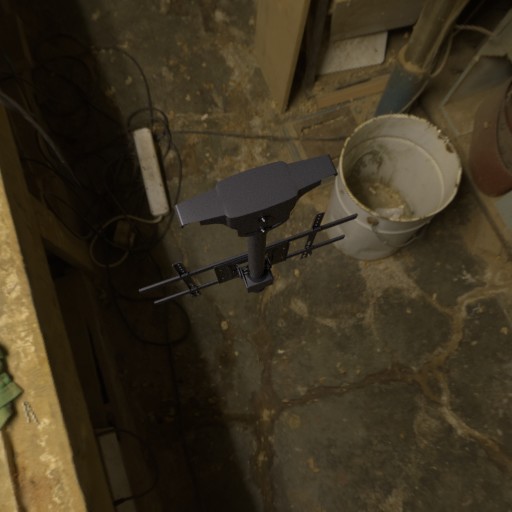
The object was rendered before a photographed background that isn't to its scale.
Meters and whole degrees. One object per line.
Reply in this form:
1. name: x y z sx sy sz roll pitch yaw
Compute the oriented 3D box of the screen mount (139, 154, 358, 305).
1. screen mount: 0.000 0.000 1.051 0.595 0.775 0.090 -19 75 -5
